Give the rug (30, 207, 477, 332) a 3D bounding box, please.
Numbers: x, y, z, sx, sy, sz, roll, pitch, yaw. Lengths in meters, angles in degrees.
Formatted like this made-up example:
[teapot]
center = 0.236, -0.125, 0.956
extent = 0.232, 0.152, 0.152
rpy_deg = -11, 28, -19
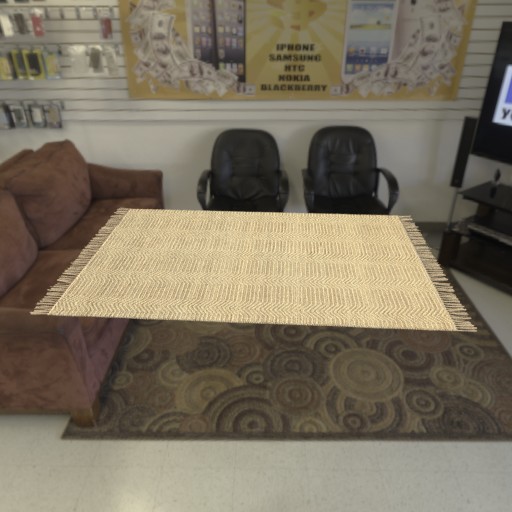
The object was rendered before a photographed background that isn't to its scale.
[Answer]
[rug]
center = 0.000, 0.000, 3.125
extent = 2.523, 0.034, 1.528
rpy_deg = 2, 29, 3
